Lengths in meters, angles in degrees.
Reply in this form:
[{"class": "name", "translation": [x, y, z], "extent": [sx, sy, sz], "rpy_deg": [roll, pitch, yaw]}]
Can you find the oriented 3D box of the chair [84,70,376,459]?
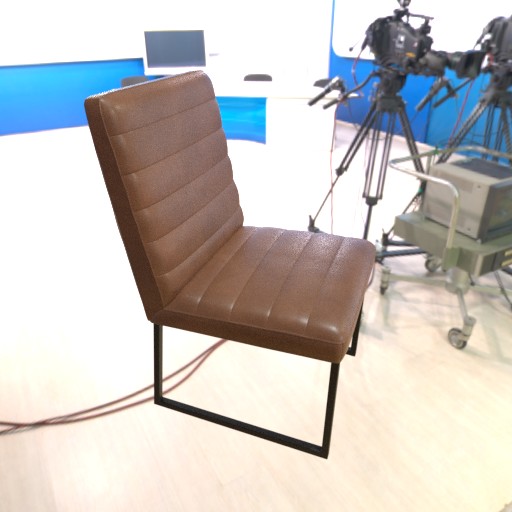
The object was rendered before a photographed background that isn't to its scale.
[{"class": "chair", "translation": [0.000, 0.000, 1.277], "extent": [0.634, 0.930, 0.520], "rpy_deg": [11, 31, 18]}]
